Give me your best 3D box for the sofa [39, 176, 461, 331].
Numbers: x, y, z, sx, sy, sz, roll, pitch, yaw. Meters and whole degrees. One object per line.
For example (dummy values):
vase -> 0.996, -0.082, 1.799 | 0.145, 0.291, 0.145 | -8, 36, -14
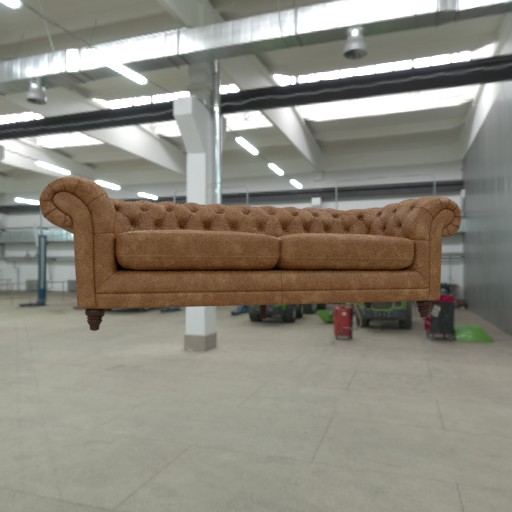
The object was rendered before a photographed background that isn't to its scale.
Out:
sofa -> 0.000, 0.000, 2.815 | 2.365, 0.760, 0.989 | 0, -2, -17
